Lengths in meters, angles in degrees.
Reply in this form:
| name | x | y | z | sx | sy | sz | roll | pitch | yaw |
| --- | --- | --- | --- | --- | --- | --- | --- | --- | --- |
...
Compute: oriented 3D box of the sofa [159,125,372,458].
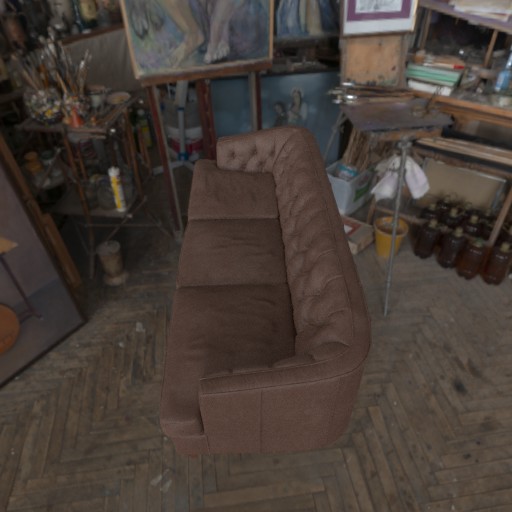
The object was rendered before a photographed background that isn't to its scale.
| name | x | y | z | sx | sy | sz | roll | pitch | yaw |
| --- | --- | --- | --- | --- | --- | --- | --- | --- | --- |
| sofa | 0.000 | 0.000 | 2.705 | 0.927 | 0.787 | 2.227 | -1 | 41 | -2 |
